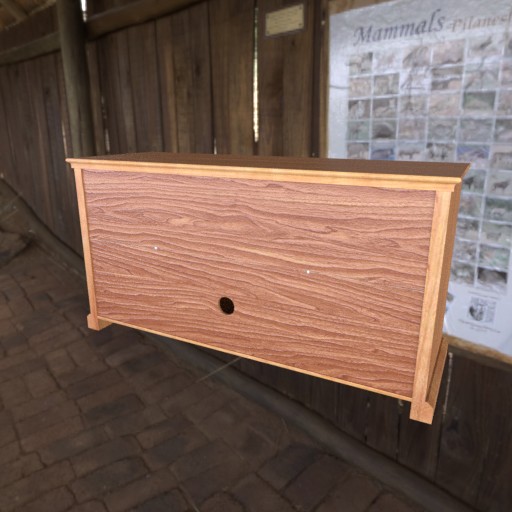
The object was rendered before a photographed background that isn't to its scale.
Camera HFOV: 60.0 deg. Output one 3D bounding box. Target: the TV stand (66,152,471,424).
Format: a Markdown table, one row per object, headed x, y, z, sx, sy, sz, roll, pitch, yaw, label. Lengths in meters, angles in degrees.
| x | y | z | sx | sy | sz | roll | pitch | yaw | label |
| --- | --- | --- | --- | --- | --- | --- | --- | --- | --- |
| 0.000 | 0.000 | 1.439 | 1.181 | 0.607 | 0.417 | 8 | 19 | 26 | TV stand |
